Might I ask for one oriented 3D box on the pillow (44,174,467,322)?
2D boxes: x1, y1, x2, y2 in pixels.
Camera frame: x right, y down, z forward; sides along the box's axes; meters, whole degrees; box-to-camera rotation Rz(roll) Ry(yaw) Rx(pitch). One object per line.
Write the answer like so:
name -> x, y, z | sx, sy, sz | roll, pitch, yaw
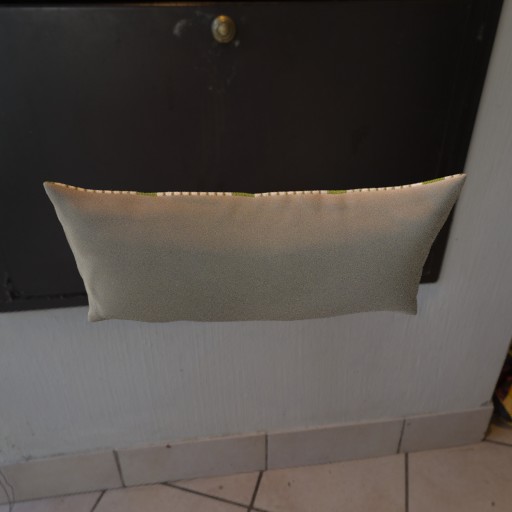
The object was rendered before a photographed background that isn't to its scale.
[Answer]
pillow -> 0.000, 0.000, 0.729 | 0.608, 0.292, 0.156 | -1, 29, -2
